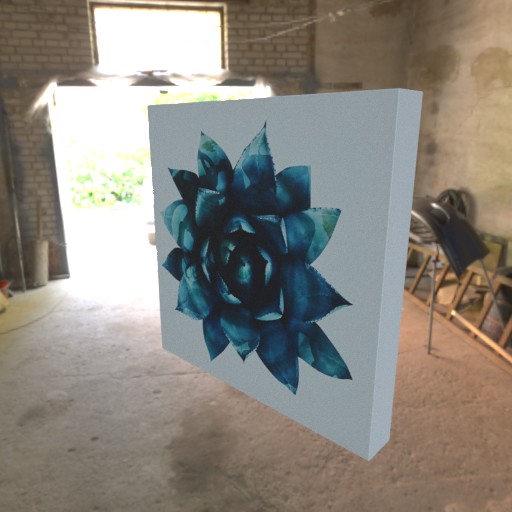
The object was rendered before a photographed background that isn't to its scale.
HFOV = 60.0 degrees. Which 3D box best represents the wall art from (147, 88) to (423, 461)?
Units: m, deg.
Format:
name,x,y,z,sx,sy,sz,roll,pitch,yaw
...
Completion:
name,x,y,z,sx,sy,sz,roll,pitch,yaw
wall art,0.000,0.000,0.457,0.305,0.305,0.038,14,21,41
